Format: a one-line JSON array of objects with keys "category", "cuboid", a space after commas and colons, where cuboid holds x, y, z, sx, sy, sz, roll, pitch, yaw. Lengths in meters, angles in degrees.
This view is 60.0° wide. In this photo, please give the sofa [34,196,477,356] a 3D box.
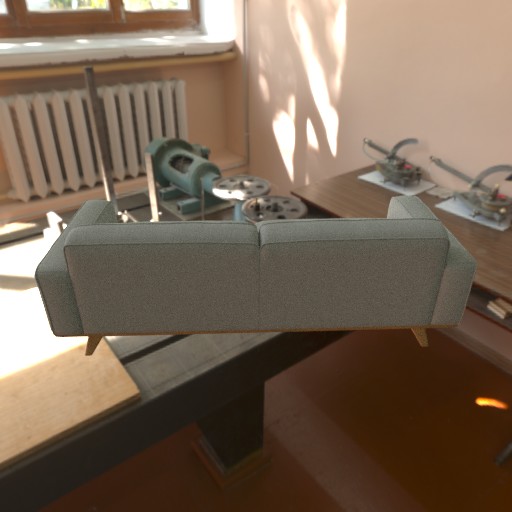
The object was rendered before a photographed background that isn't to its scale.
[{"category": "sofa", "cuboid": [0.000, 0.000, 2.699, 2.270, 0.781, 0.956, -1, 30, -2]}]
